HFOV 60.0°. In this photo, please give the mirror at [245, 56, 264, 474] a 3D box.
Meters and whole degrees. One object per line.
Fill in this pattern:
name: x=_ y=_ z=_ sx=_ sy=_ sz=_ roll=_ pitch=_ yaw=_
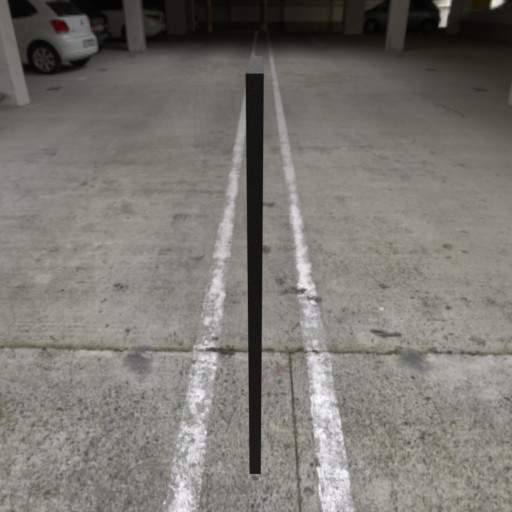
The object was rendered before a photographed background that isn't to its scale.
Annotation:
mirror: x=0.000 y=0.000 z=1.521 sx=0.038 sy=1.219 sz=0.762 roll=0 pitch=27 yaw=0
